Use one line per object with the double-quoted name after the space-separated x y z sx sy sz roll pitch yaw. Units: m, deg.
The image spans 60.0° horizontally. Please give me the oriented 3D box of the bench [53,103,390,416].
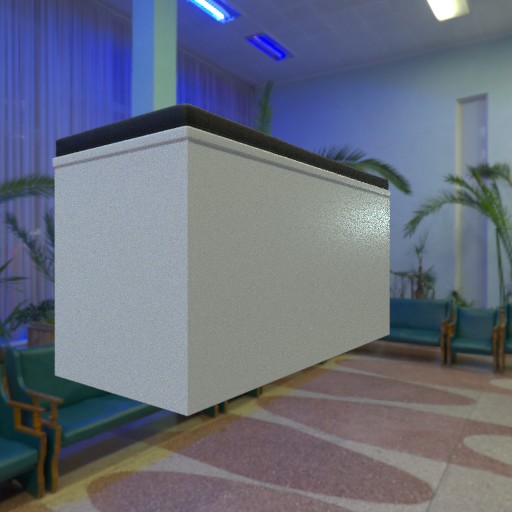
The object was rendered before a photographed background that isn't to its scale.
0.000 0.000 1.171 0.401 0.500 0.899 0 0 37 "bench"
